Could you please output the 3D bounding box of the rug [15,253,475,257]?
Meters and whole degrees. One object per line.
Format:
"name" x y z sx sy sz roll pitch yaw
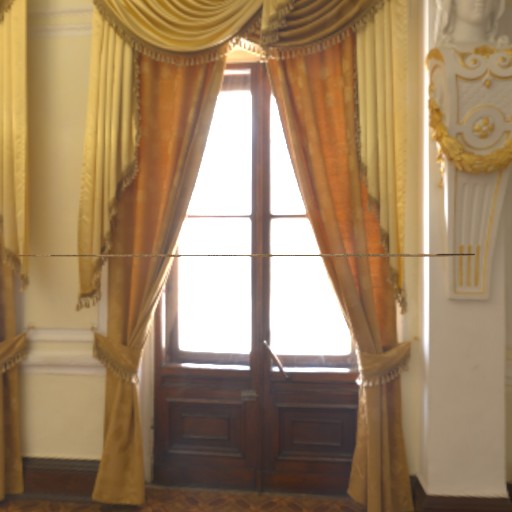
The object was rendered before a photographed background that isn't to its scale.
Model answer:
"rug" 0.000 0.000 2.793 2.284 0.006 1.521 0 0 18
